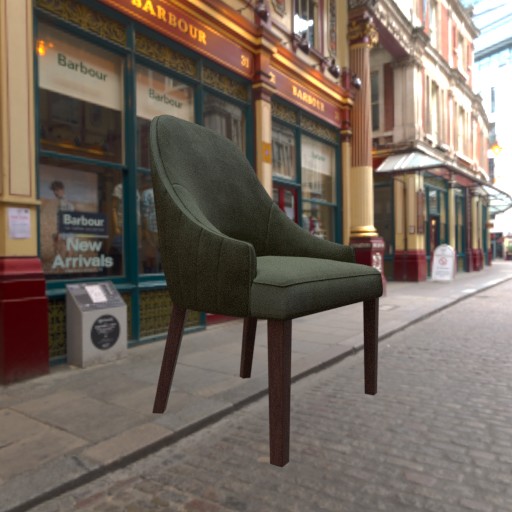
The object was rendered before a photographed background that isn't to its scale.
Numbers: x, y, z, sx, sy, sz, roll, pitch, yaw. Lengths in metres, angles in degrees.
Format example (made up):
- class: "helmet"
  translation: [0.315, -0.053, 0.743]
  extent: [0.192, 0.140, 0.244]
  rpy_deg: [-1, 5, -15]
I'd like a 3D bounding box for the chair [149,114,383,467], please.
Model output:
- class: "chair"
  translation: [0.000, 0.000, 1.332]
  extent: [0.575, 0.889, 0.643]
  rpy_deg: [0, 0, 34]
